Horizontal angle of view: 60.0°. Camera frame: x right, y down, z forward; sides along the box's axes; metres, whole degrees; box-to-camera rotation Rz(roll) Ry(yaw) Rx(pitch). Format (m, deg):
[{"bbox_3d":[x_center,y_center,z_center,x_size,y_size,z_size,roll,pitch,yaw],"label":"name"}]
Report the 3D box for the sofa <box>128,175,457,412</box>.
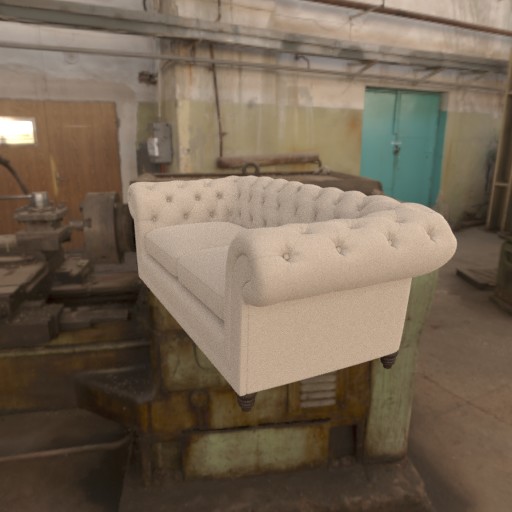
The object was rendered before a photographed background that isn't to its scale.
[{"bbox_3d":[0.000,0.000,2.474,0.986,0.764,1.998,-8,17,-26],"label":"sofa"}]
